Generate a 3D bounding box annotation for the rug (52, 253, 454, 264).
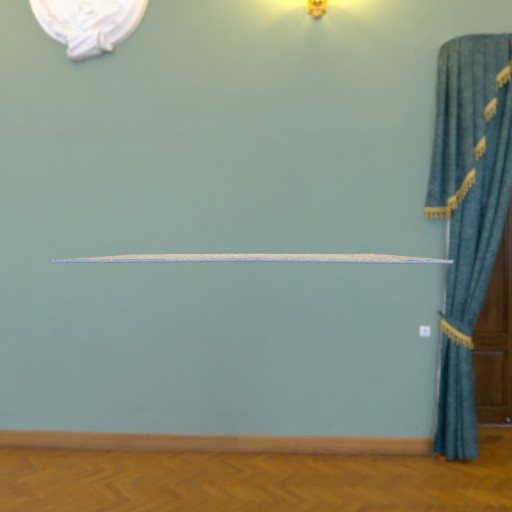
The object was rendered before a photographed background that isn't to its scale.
[{"bbox_3d":[0.000,0.000,2.930,1.609,0.030,2.342,0,1,1],"label":"rug"}]
